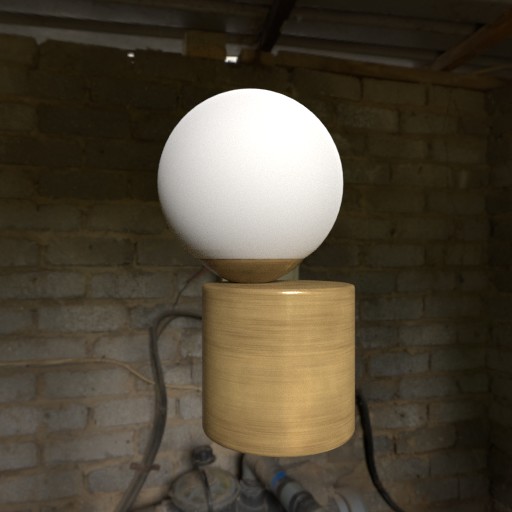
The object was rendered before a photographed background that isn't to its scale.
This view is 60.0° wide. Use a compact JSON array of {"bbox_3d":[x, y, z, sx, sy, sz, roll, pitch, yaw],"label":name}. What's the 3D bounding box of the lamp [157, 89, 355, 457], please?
[{"bbox_3d":[0.000,0.000,0.342,0.152,0.250,0.141,0,0,37],"label":"lamp"}]
